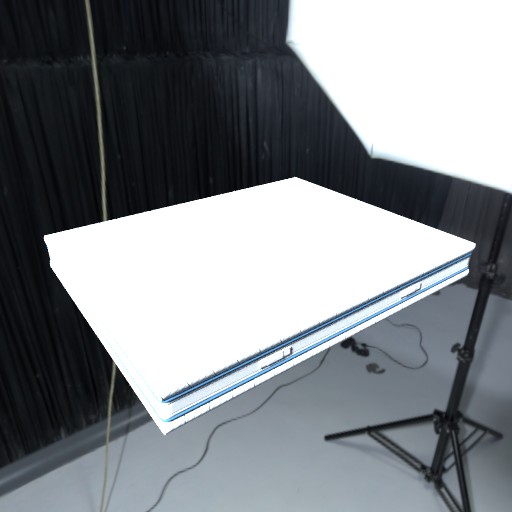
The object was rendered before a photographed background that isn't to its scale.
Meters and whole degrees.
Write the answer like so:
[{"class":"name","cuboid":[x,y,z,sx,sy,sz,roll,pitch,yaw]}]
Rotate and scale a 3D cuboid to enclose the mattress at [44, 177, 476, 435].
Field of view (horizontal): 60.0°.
[{"class":"mattress","cuboid":[0.000,0.000,2.667,2.000,0.230,1.600,-18,32,-32]}]
